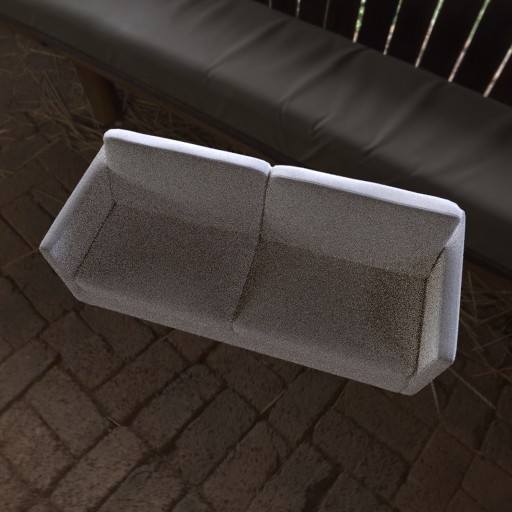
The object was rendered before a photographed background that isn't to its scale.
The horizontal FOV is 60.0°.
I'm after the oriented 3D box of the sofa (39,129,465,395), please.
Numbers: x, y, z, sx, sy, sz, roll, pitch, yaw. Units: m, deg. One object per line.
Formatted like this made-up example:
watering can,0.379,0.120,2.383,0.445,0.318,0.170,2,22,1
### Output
sofa,0.000,0.000,2.574,2.139,0.933,0.924,14,60,8
